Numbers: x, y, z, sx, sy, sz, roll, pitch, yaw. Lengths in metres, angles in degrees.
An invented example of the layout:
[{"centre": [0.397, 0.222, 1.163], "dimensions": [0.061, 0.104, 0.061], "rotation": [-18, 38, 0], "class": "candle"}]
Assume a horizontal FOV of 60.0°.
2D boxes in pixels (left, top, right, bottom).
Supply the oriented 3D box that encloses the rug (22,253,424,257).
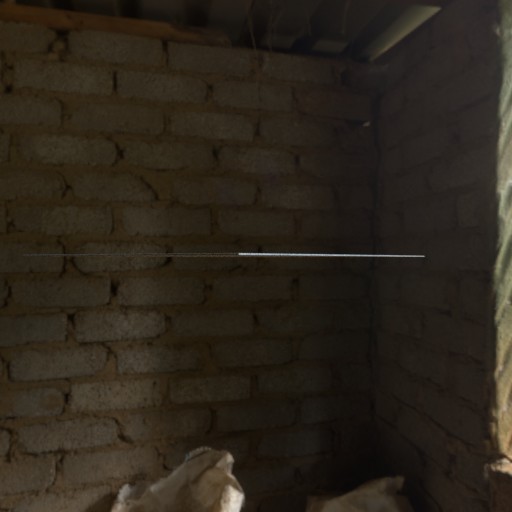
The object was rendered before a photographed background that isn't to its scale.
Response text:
[{"centre": [0.000, 0.000, 2.919], "dimensions": [1.522, 0.006, 2.286], "rotation": [0, 0, 36], "class": "rug"}]
